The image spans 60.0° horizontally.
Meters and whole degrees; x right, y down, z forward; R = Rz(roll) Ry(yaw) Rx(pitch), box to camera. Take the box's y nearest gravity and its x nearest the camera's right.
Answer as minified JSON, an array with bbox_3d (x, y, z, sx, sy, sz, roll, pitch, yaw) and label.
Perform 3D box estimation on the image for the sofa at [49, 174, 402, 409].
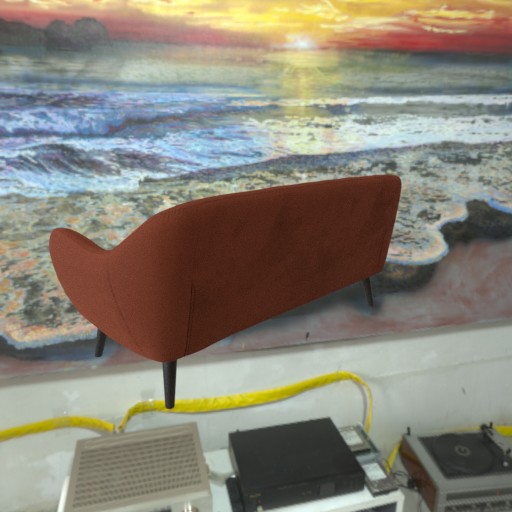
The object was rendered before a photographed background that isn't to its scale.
[{"bbox_3d":[0.000,0.000,2.335,1.840,0.836,0.820,-15,22,-43],"label":"sofa"}]
